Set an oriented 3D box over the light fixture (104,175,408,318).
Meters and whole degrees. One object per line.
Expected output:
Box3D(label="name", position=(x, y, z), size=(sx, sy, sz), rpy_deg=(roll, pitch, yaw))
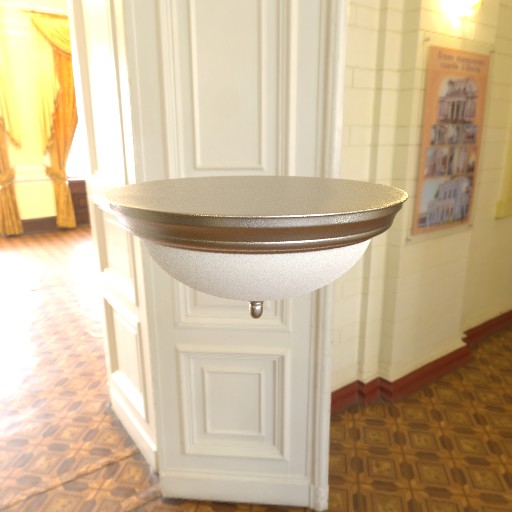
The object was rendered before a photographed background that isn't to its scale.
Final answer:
Box3D(label="light fixture", position=(0.000, 0.000, 0.446), size=(0.280, 0.135, 0.280), rpy_deg=(0, 16, 0))
